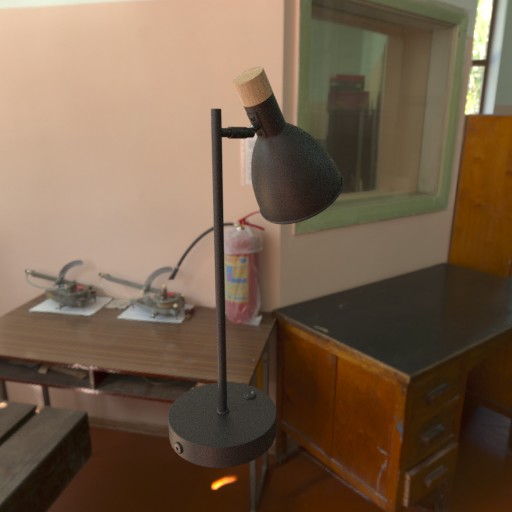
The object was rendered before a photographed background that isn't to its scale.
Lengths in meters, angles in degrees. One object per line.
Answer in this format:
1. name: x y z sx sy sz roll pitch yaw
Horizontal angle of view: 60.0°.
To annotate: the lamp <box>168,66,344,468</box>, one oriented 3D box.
1. lamp: 0.000 0.000 0.608 0.287 0.483 0.152 -14 21 -43
